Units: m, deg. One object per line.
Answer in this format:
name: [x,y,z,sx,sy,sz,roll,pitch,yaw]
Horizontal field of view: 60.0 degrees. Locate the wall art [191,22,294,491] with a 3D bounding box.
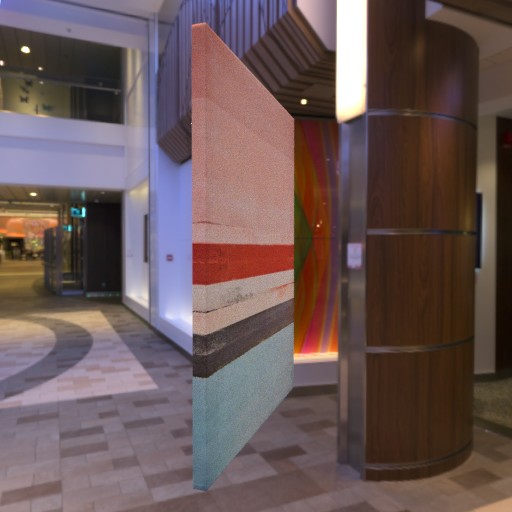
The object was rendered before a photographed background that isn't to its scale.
wall art: [0.000,0.000,1.325,0.039,1.016,0.761,0,1,19]
